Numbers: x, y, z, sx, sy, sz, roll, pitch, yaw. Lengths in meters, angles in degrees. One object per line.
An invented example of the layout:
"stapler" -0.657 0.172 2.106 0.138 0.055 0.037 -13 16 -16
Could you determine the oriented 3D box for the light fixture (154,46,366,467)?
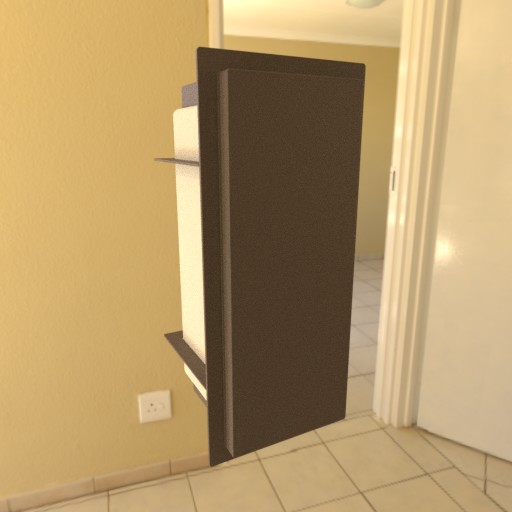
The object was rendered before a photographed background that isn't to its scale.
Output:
"light fixture" 0.000 0.000 0.435 0.153 0.347 0.146 -8 16 -27
